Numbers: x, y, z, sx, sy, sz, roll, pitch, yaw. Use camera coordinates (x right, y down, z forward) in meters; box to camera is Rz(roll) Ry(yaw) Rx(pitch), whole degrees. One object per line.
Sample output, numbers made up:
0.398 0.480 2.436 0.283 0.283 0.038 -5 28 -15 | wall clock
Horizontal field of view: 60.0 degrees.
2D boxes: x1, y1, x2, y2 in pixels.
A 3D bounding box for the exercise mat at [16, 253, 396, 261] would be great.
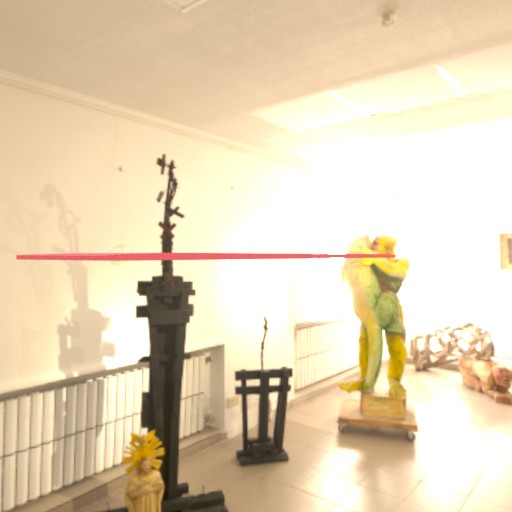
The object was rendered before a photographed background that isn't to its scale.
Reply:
0.000 0.000 2.024 0.616 0.021 1.884 0 0 39 | exercise mat
